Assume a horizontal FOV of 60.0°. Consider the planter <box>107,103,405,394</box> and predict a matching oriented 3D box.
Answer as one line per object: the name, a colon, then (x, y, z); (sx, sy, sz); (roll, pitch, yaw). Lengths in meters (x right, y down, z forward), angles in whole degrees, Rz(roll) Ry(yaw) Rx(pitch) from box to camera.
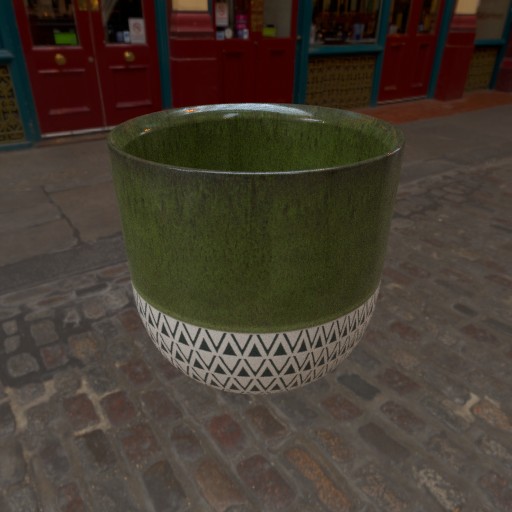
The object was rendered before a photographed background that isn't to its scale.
planter: (0.000, 0.000, 0.474); (0.266, 0.270, 0.266); (0, 29, 0)
